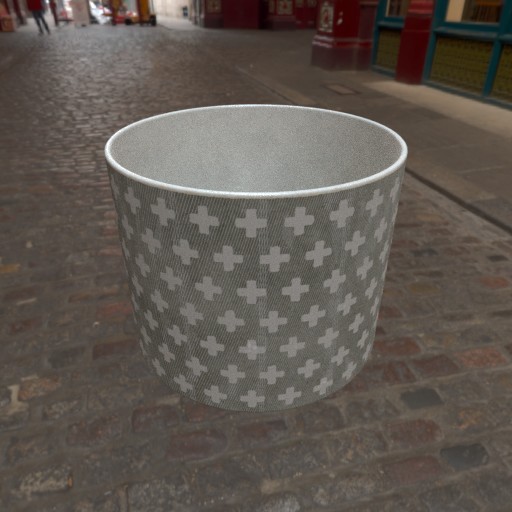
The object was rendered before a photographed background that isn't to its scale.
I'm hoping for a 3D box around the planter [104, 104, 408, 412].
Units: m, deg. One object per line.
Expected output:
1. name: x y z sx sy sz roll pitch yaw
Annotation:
1. planter: 0.000 0.000 0.441 0.250 0.239 0.250 0 31 0
